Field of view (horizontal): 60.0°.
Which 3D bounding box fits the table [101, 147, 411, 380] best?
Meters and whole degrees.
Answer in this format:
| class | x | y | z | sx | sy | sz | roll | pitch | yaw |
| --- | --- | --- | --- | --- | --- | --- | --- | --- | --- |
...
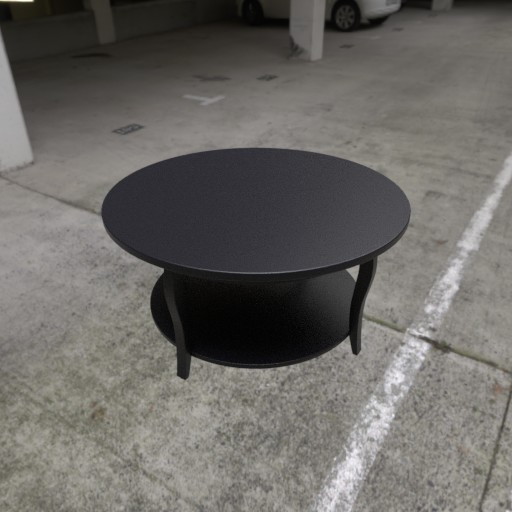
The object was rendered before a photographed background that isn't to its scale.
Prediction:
| class | x | y | z | sx | sy | sz | roll | pitch | yaw |
| --- | --- | --- | --- | --- | --- | --- | --- | --- | --- |
| table | 0.000 | 0.000 | 1.482 | 0.914 | 0.457 | 0.914 | 0 | 31 | 0 |
